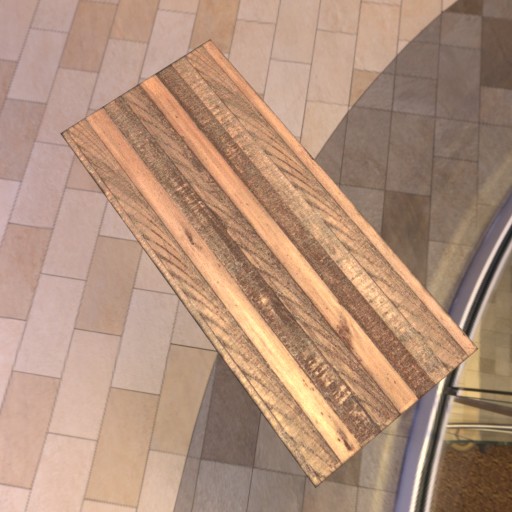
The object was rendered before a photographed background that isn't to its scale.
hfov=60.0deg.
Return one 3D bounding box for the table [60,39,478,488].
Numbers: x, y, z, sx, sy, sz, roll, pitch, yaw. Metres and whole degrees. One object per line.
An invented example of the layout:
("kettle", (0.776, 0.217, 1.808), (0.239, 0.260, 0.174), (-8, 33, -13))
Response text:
("table", (0.000, 0.000, 1.212), (0.452, 0.399, 0.990), (-36, 78, -9))
